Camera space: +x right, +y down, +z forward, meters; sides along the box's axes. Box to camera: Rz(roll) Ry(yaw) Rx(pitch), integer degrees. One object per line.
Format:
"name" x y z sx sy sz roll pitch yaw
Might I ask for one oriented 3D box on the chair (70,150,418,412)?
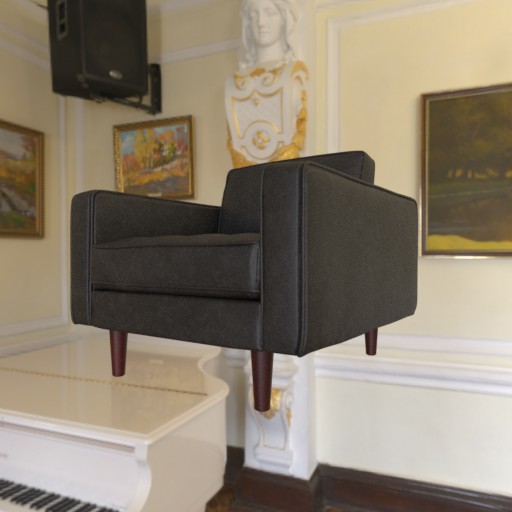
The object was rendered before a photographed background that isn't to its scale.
"chair" 0.000 0.000 1.554 0.889 0.763 0.914 0 0 35
